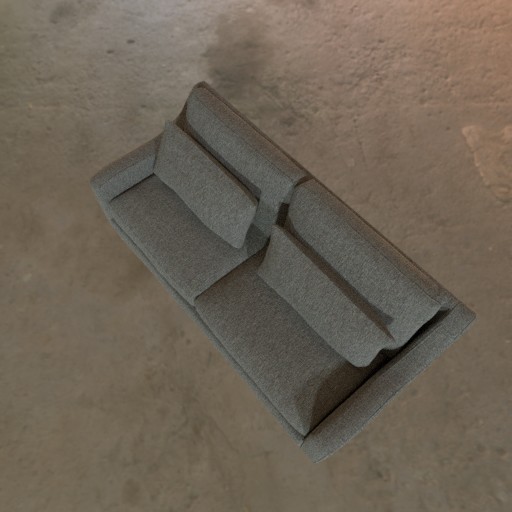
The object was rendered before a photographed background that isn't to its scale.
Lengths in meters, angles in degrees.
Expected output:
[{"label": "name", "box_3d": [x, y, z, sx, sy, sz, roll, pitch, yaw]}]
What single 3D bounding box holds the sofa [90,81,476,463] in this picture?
[{"label": "sofa", "box_3d": [0.000, 0.000, 2.934, 1.103, 0.998, 2.418, -38, 69, -17]}]
